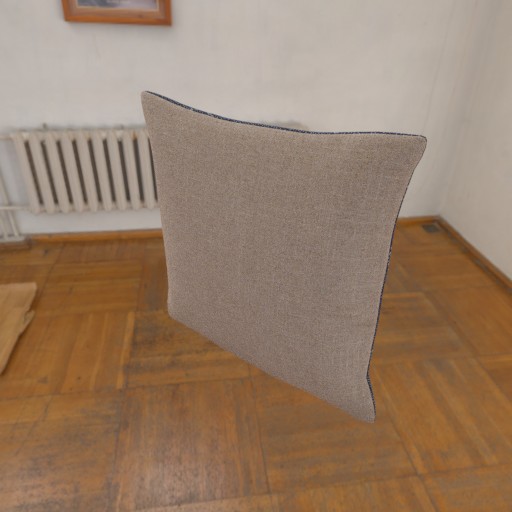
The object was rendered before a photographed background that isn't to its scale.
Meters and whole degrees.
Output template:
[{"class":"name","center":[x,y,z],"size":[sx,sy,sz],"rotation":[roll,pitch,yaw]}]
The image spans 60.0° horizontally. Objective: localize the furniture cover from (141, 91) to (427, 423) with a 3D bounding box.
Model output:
[{"class":"furniture cover","center":[0.000,0.000,0.776],"size":[0.511,0.503,0.162],"rotation":[21,36,31]}]
